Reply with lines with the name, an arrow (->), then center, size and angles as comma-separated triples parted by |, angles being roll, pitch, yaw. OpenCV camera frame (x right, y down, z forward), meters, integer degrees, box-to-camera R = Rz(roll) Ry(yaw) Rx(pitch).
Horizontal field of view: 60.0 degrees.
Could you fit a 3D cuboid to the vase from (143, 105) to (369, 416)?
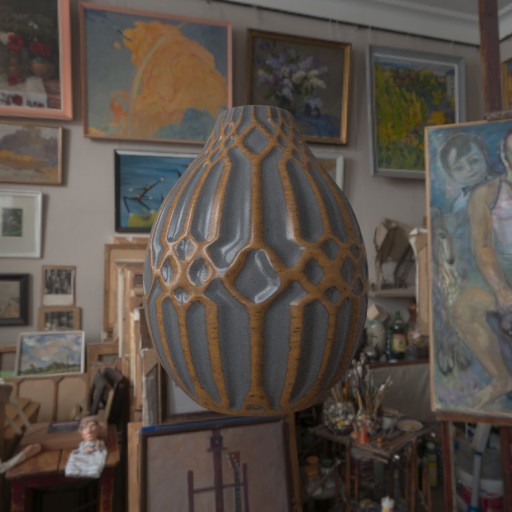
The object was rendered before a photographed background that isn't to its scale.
vase -> 0.000, 0.000, 0.140 | 0.069, 0.088, 0.069 | 0, 0, 0
